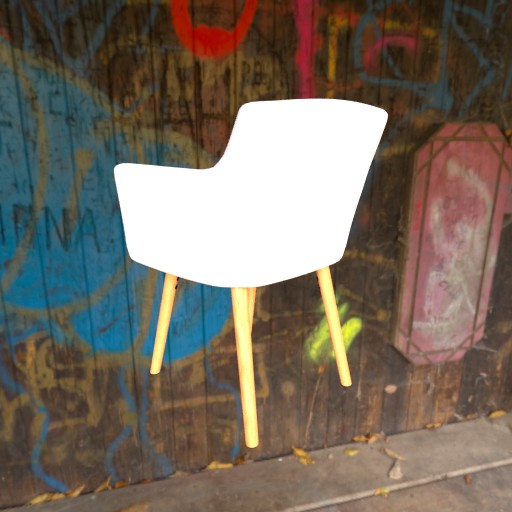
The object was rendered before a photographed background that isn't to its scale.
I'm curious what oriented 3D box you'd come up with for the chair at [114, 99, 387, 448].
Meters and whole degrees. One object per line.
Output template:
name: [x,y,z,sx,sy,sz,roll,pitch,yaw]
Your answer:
chair: [0.000,0.000,1.199,0.570,0.780,0.540,-14,21,-41]
